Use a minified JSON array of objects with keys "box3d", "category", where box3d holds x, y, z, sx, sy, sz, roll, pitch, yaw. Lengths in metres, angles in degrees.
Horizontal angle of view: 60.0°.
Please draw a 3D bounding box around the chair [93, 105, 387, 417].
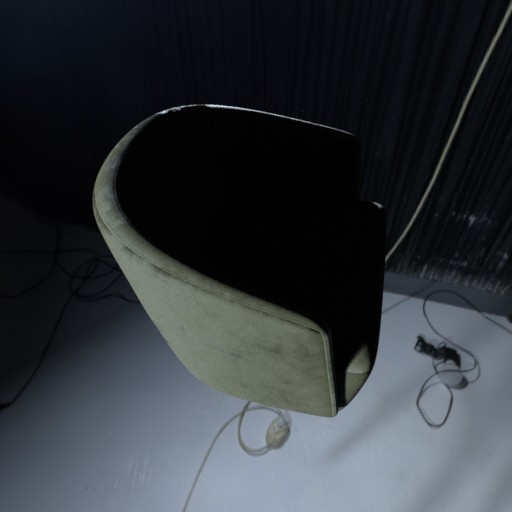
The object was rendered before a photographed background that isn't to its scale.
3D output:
[{"box3d":[0.000,0.000,1.343,0.767,0.698,0.773,10,46,10],"category":"chair"}]
